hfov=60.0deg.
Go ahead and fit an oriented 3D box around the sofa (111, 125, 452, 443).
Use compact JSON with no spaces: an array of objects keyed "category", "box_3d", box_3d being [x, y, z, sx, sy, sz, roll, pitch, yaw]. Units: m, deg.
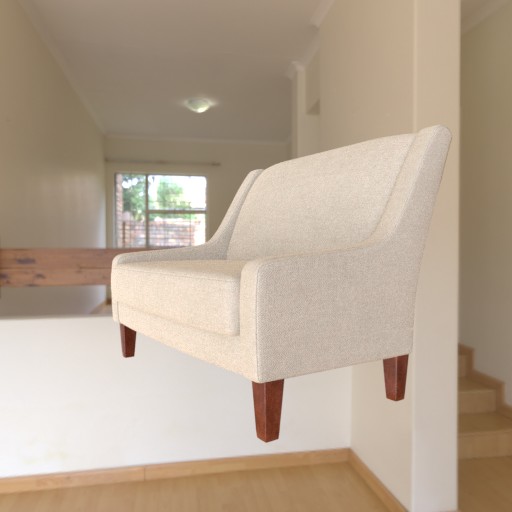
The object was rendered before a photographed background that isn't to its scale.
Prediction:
[{"category":"sofa","box_3d":[0.000,0.000,1.868,0.946,0.976,1.212,-1,1,-35]}]
